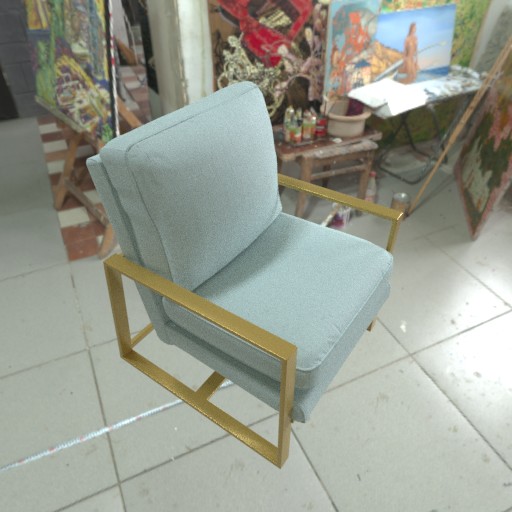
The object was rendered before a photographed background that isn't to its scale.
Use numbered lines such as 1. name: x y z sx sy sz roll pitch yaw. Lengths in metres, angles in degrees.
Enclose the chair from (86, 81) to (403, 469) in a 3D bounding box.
1. chair: 0.000 0.000 1.536 0.813 0.956 0.758 25 47 26
